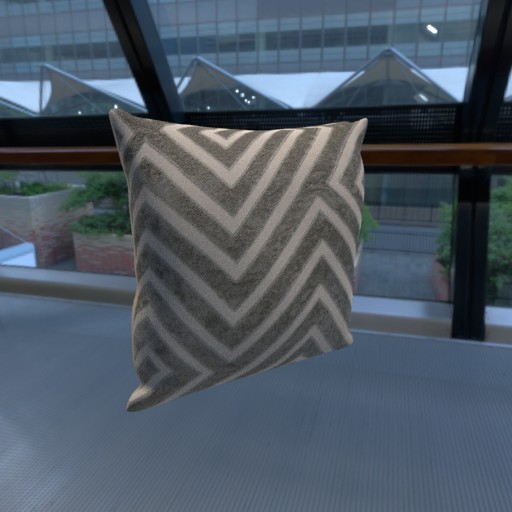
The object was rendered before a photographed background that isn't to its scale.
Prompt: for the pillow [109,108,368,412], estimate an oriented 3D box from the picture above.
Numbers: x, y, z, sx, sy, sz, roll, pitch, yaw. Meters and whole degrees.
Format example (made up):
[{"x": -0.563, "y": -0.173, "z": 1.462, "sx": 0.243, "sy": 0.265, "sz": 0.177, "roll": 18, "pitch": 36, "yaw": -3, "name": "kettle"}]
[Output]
[{"x": 0.000, "y": 0.000, "z": 0.710, "sx": 0.440, "sy": 0.441, "sz": 0.182, "roll": -9, "pitch": 18, "yaw": -28, "name": "pillow"}]
